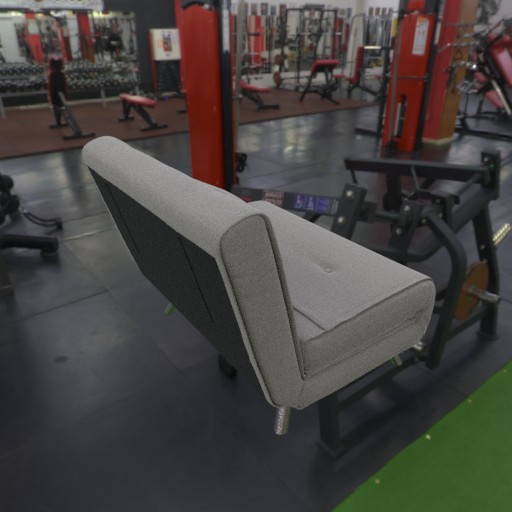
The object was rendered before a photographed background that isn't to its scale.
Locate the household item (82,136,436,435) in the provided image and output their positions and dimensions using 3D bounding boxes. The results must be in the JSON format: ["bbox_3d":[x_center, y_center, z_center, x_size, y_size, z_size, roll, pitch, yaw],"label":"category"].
[{"bbox_3d":[0.000,0.000,1.641,0.874,0.800,1.000,-18,32,-31],"label":"household item"}]
